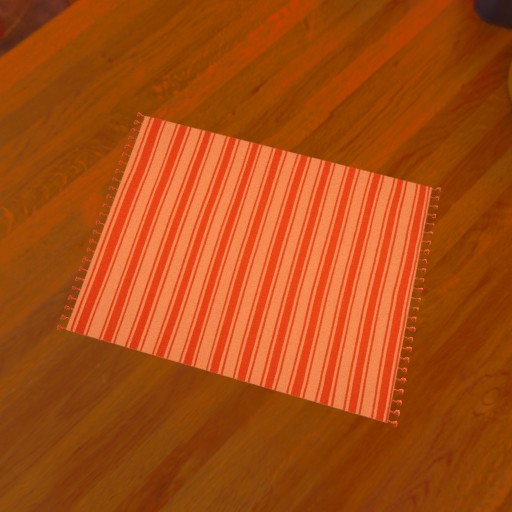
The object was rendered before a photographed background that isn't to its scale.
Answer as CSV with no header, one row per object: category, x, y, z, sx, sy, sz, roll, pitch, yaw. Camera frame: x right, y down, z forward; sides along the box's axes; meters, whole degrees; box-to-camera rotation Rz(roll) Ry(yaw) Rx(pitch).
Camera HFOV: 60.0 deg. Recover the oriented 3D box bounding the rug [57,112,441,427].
rug,0.000,0.000,4.478,3.369,0.035,2.451,15,76,4
